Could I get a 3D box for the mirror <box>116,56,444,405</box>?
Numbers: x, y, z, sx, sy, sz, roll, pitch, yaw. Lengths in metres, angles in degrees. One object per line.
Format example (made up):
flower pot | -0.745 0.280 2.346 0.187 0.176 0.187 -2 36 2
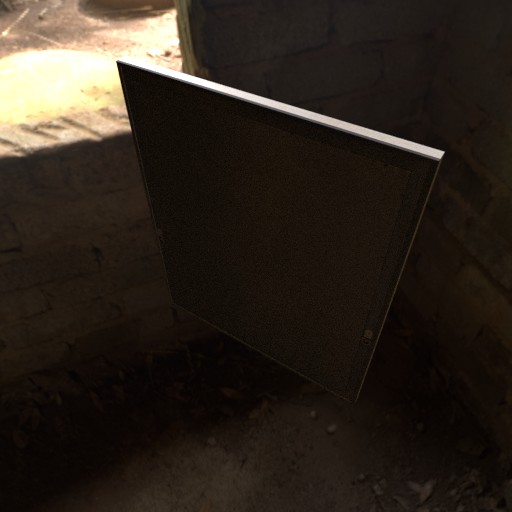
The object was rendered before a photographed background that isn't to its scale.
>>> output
mirror | 0.000 0.000 1.186 0.730 0.882 0.032 25 51 22
